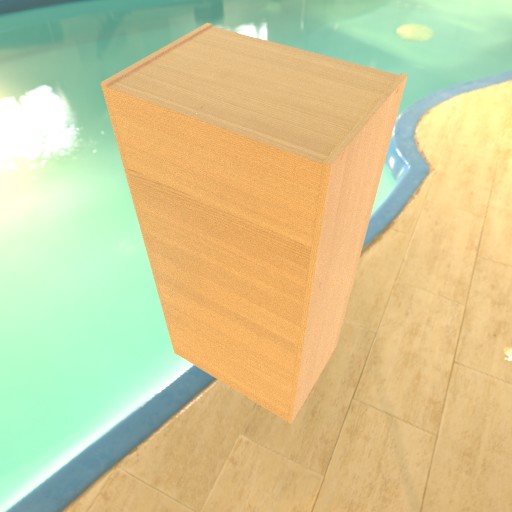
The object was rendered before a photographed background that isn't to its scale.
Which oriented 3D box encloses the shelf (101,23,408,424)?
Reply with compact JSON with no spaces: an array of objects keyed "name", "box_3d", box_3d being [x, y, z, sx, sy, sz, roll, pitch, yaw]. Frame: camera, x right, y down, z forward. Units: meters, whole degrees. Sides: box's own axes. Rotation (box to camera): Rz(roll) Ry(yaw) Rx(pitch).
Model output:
[{"name":"shelf","box_3d":[0.000,0.000,1.057,0.417,0.876,0.292,25,53,21]}]
